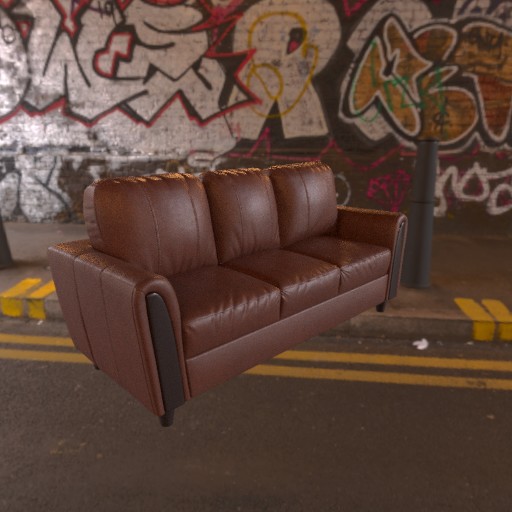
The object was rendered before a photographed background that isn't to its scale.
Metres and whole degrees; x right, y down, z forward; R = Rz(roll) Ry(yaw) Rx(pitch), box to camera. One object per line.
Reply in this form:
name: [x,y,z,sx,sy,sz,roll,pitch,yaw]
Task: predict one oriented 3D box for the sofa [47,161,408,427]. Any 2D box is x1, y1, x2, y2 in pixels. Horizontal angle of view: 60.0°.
sofa: [0.000,0.000,2.360,1.862,0.915,0.802,-15,21,-43]
